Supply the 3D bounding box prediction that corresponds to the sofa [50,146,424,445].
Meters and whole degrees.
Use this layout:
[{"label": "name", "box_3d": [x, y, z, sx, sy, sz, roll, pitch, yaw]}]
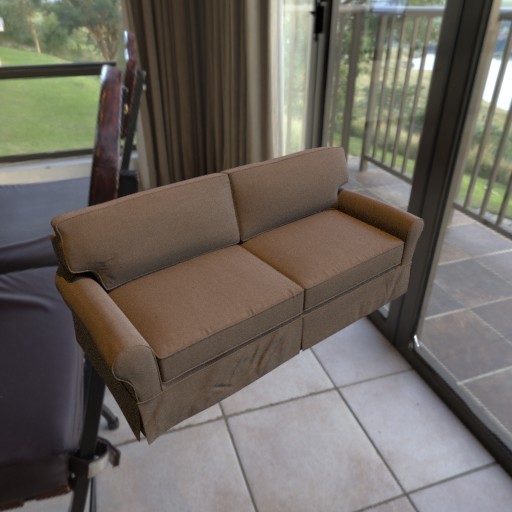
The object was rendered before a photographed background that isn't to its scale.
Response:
[{"label": "sofa", "box_3d": [0.000, 0.000, 2.806, 2.248, 0.943, 0.991, -21, 37, -32]}]
